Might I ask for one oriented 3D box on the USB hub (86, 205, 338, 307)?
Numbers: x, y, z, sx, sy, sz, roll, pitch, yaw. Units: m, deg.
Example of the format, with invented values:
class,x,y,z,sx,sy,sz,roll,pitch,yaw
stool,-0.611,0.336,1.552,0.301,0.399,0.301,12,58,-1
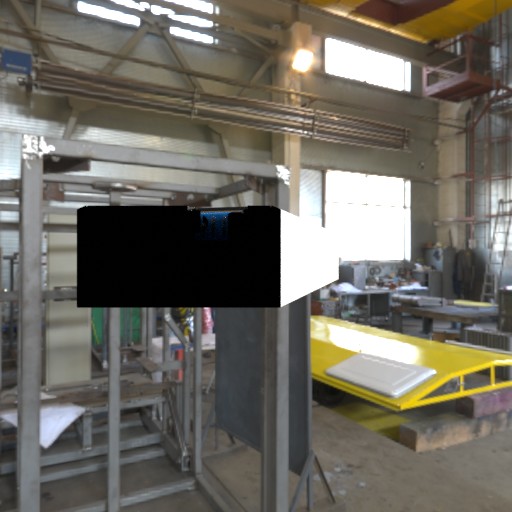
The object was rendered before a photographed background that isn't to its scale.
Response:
class,x,y,z,sx,sy,sz,roll,pitch,yaw
USB hub,0.000,0.000,0.159,0.044,0.023,0.145,0,0,17
